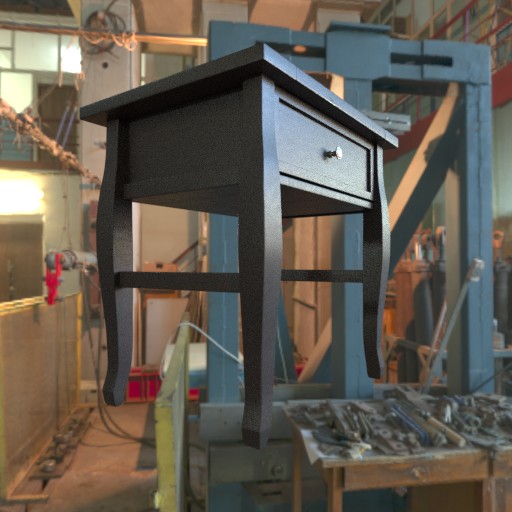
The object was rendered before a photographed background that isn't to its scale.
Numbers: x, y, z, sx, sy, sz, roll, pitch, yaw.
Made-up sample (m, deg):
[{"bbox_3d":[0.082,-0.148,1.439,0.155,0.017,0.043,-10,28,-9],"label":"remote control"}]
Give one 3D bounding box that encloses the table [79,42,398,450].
[{"bbox_3d":[0.000,0.000,1.012,0.460,0.605,0.602,-1,-1,36],"label":"table"}]
